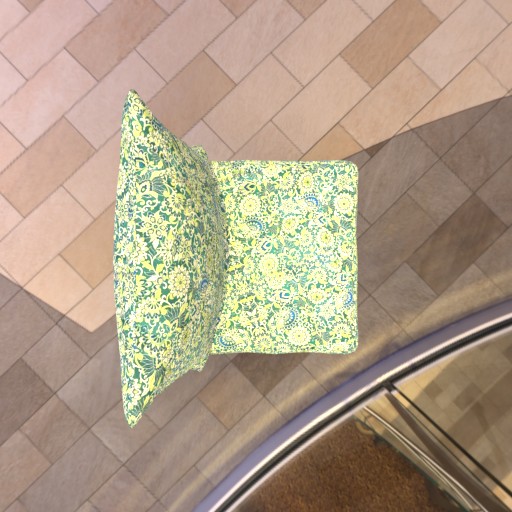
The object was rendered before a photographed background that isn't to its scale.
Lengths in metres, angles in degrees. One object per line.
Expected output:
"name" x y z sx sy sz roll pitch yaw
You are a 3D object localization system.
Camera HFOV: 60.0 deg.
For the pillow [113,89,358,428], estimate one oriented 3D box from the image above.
"pillow" 0.000 0.000 1.346 0.740 0.722 0.798 0 90 -1
